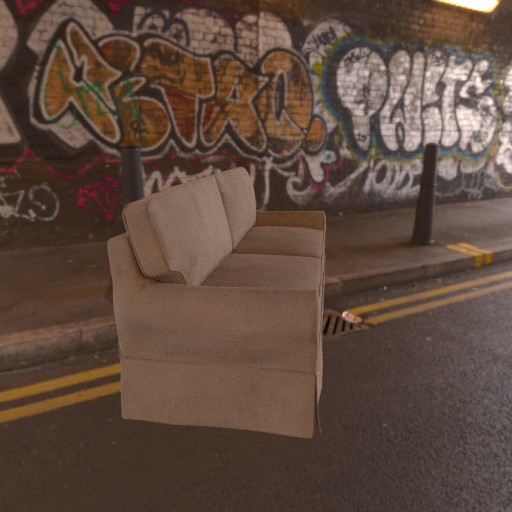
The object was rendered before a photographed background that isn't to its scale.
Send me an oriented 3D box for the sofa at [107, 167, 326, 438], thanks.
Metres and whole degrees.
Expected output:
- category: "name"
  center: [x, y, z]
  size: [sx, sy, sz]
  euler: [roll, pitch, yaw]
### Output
- category: "sofa"
  center: [0.000, 0.000, 2.805]
  size: [0.900, 1.014, 2.246]
  euler: [2, 15, 9]
